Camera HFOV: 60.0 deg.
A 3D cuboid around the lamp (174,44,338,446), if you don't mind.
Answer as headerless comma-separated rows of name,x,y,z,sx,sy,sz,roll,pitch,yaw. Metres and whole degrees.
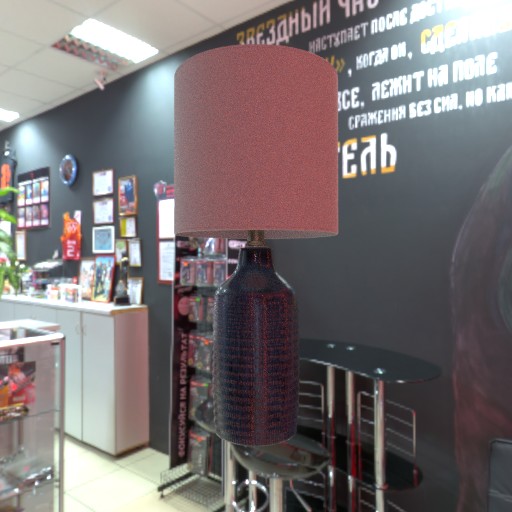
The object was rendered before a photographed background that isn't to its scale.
lamp,0.000,0.000,0.606,0.220,0.475,0.220,0,0,-18
